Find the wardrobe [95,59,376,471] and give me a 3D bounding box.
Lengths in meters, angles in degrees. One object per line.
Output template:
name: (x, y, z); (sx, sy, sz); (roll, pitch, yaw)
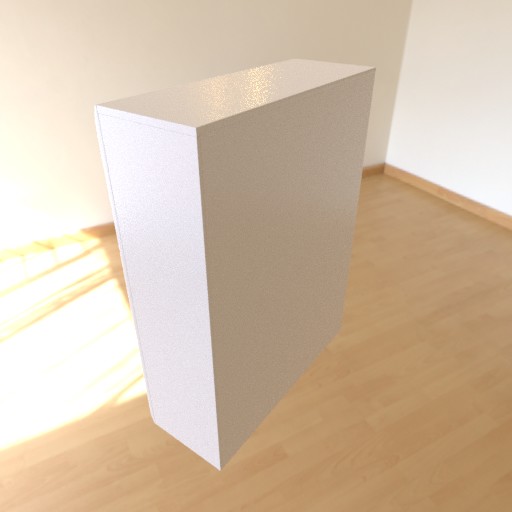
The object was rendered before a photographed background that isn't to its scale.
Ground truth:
wardrobe: (0.000, 0.000, 1.615); (0.360, 1.200, 0.900); (21, 38, 30)
